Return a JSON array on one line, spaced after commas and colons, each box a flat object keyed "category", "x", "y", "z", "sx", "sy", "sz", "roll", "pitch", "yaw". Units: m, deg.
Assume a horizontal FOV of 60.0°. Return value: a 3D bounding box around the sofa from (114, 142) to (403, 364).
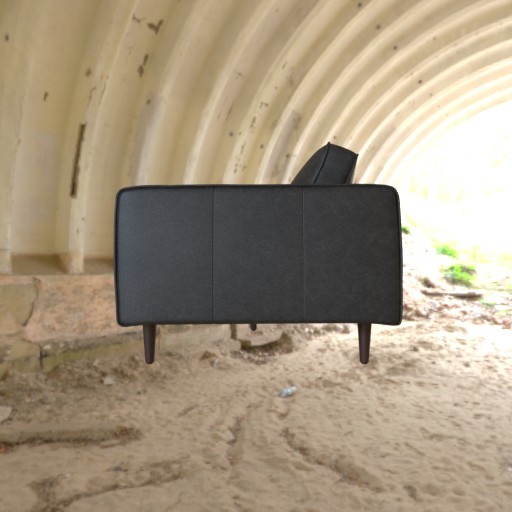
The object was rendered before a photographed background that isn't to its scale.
[{"category": "sofa", "x": 0.000, "y": 0.000, "z": 2.292, "sx": 0.921, "sy": 0.770, "sz": 1.879, "roll": 0, "pitch": -1, "yaw": 0}]
